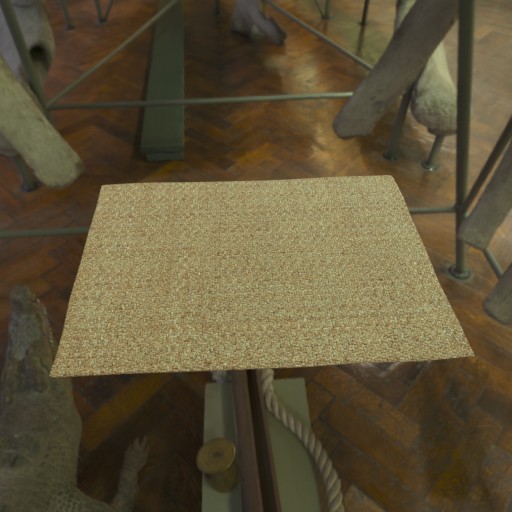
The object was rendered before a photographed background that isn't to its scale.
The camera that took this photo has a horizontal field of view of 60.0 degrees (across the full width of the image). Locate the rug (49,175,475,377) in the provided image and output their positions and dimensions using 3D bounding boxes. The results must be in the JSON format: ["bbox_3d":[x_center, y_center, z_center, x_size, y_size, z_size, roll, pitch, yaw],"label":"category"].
[{"bbox_3d":[0.000,0.000,2.728,2.141,0.013,1.566,-3,47,-3],"label":"rug"}]
